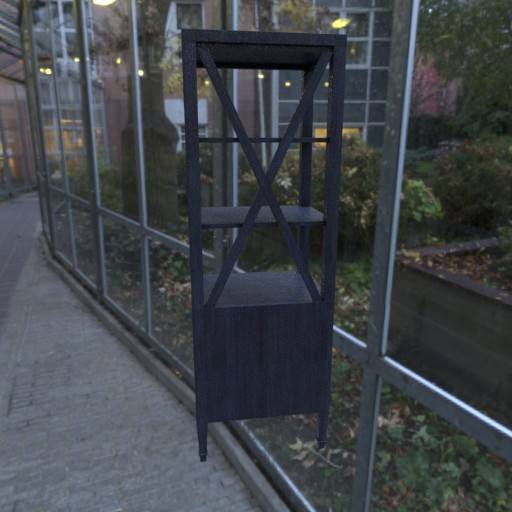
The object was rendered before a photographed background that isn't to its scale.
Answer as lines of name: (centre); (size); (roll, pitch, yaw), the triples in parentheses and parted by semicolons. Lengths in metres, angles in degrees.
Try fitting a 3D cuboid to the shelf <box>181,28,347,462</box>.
shelf: (0.000, 0.000, 1.977); (0.584, 1.727, 0.472); (-2, 15, -9)
